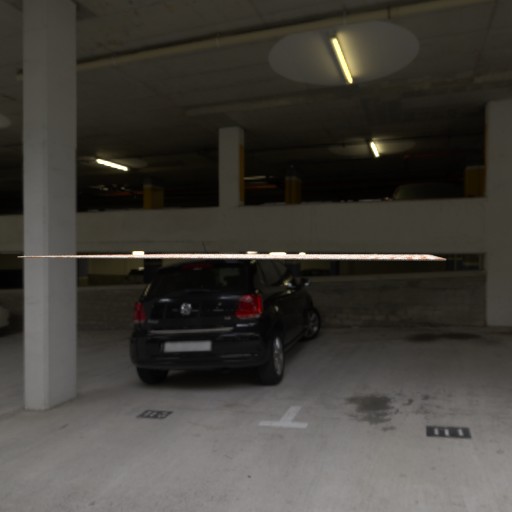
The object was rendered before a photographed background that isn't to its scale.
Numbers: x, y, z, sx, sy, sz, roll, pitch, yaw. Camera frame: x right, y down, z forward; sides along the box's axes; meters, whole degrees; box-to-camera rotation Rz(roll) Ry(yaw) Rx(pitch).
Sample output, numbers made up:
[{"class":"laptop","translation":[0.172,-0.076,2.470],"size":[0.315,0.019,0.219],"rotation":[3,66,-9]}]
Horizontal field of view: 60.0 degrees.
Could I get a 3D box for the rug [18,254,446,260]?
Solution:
[{"class":"rug","translation":[0.000,0.000,4.056],"size":[3.050,0.011,2.441],"rotation":[0,1,20]}]
